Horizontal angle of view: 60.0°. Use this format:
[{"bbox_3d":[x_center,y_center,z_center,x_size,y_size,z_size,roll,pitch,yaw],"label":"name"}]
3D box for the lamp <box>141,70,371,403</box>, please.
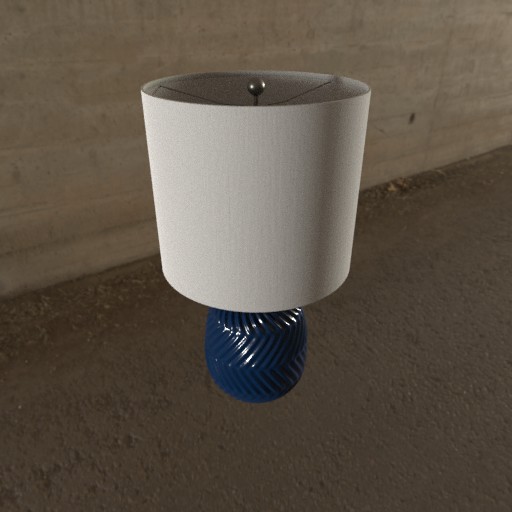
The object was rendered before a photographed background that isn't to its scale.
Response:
[{"bbox_3d":[0.000,0.000,0.488,0.203,0.368,0.203,10,31,18],"label":"lamp"}]
